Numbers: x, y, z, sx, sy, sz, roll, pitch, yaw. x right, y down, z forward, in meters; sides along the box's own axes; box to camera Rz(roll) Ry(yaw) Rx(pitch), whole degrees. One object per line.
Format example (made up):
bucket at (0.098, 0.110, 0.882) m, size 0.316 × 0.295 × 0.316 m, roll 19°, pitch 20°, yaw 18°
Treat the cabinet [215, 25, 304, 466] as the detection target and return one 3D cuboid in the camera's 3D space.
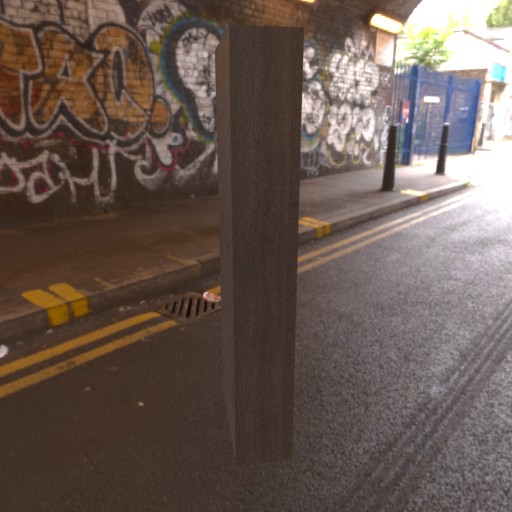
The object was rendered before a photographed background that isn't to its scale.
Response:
cabinet at (0.000, 0.000, 1.842) m, size 0.255 × 1.630 × 0.520 m, roll -3°, pitch 17°, yaw -9°
